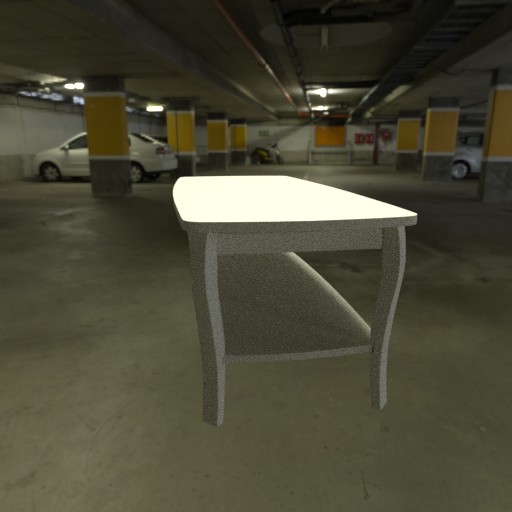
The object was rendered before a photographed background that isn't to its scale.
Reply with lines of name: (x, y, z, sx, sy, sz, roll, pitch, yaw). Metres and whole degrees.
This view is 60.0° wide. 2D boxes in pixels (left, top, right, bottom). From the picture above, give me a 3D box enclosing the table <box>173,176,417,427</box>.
table: (0.000, 0.000, 1.578, 0.561, 0.474, 1.334, -2, 14, -9)
